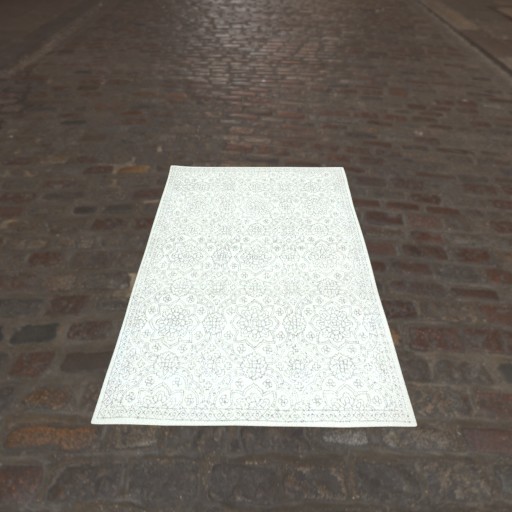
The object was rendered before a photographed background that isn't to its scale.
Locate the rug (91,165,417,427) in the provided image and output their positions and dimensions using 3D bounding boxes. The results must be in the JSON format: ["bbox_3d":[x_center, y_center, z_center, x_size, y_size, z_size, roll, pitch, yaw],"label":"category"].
[{"bbox_3d":[0.000,0.000,2.976,1.518,0.023,2.434,0,40,0],"label":"rug"}]
